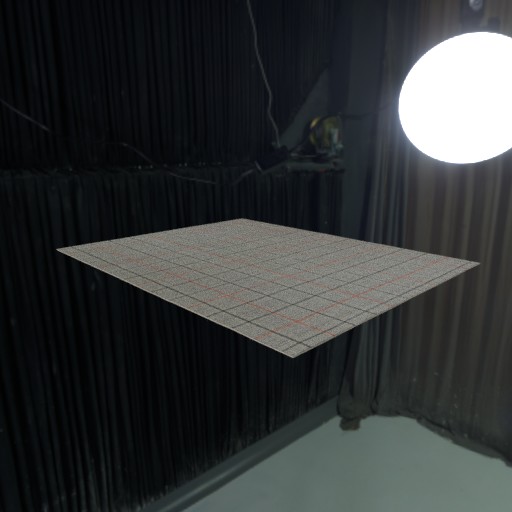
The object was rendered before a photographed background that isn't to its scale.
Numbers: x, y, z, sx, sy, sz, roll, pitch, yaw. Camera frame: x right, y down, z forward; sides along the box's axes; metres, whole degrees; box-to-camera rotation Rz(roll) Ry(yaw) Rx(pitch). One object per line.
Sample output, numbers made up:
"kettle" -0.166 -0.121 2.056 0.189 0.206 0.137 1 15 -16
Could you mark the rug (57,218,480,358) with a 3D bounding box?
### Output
"rug" 0.000 0.000 4.064 2.444 0.012 3.048 -14 20 -42
